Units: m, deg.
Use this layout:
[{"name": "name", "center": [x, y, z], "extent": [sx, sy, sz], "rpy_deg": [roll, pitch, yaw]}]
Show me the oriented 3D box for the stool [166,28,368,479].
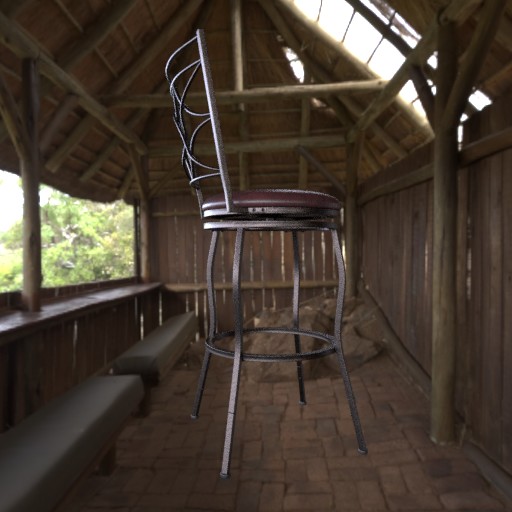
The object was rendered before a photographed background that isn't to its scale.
[{"name": "stool", "center": [0.000, 0.000, 1.360], "extent": [0.534, 1.117, 0.434], "rpy_deg": [-1, 2, -19]}]
